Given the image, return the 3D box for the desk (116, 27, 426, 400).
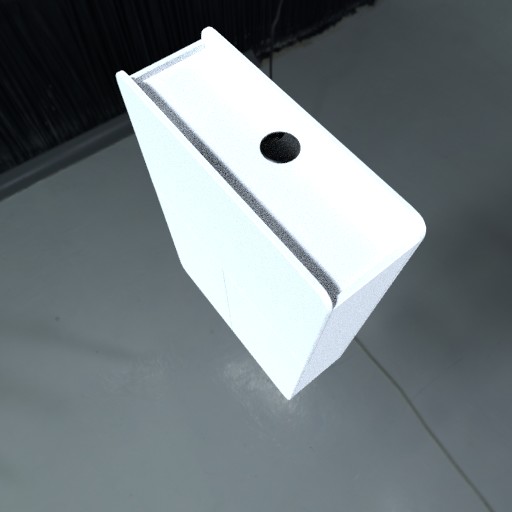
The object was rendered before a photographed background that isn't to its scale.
[{"bbox_3d":[0.000,0.000,1.519,0.278,1.190,0.795,-35,69,-16],"label":"desk"}]
